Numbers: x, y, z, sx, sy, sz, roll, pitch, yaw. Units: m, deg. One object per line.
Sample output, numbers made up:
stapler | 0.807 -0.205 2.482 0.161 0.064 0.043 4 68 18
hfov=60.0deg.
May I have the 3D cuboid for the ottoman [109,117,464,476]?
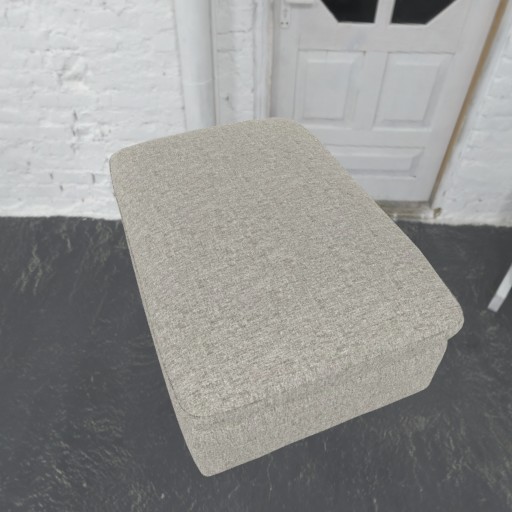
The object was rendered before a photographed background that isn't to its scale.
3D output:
ottoman | 0.000 0.000 1.306 0.694 0.451 0.977 -16 48 -15
